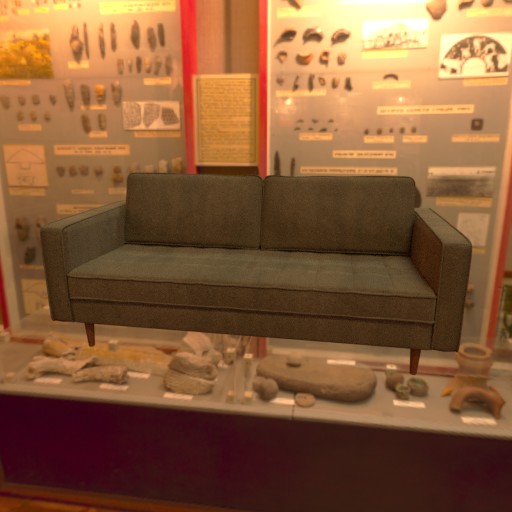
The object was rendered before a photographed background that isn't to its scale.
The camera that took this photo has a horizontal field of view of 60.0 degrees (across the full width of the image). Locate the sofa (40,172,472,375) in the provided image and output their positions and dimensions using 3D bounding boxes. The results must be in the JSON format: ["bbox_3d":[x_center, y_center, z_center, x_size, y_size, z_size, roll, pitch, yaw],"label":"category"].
[{"bbox_3d":[0.000,0.000,2.367,1.920,0.825,0.924,3,15,10],"label":"sofa"}]
